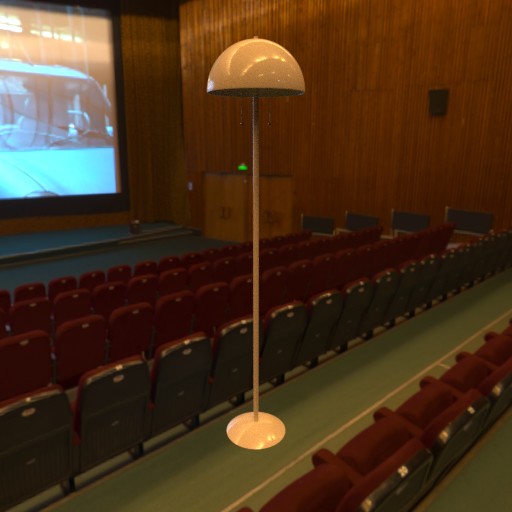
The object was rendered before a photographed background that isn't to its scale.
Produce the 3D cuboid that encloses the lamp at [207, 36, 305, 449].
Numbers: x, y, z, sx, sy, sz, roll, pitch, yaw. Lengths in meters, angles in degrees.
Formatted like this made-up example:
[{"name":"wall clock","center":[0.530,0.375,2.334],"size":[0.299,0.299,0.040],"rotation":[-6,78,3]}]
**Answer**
[{"name":"lamp","center":[0.000,0.000,1.635],"size":[0.328,1.480,0.328],"rotation":[-14,20,-42]}]
